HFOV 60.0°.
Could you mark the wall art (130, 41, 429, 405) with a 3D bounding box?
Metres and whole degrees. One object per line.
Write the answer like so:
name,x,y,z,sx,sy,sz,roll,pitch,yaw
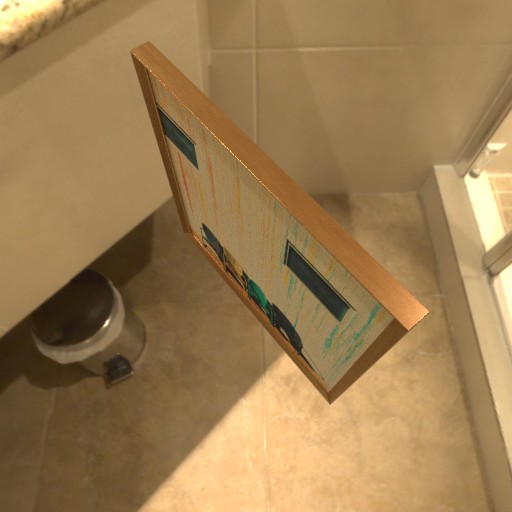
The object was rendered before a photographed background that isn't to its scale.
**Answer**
wall art,0.000,0.000,0.446,0.019,0.302,0.302,-36,69,-16
